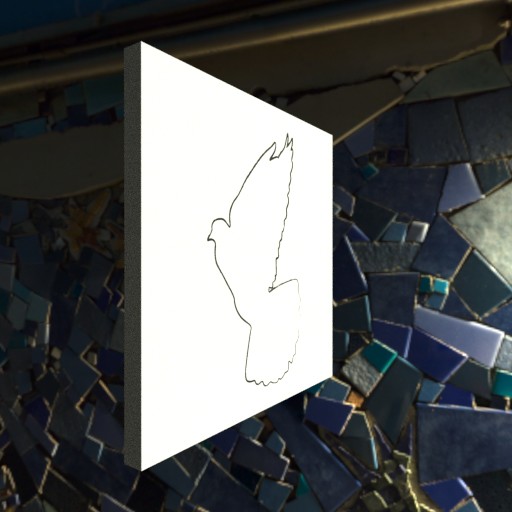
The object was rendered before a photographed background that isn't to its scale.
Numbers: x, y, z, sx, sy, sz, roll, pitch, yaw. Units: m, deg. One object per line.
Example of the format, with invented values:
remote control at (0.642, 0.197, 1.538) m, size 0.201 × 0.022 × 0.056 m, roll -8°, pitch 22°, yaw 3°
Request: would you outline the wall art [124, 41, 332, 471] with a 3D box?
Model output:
wall art at (0.000, 0.000, 0.887) m, size 0.038 × 0.610 × 0.610 m, roll 0°, pitch 0°, yaw 36°
